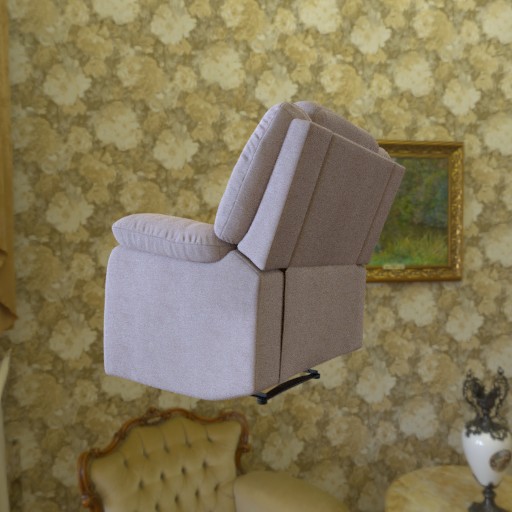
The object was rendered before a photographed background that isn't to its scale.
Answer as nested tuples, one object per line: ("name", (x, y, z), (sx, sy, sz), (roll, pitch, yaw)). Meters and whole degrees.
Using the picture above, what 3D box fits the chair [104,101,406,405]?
("chair", (0.000, 0.000, 1.769), (0.944, 1.008, 0.899), (0, 0, 36))
